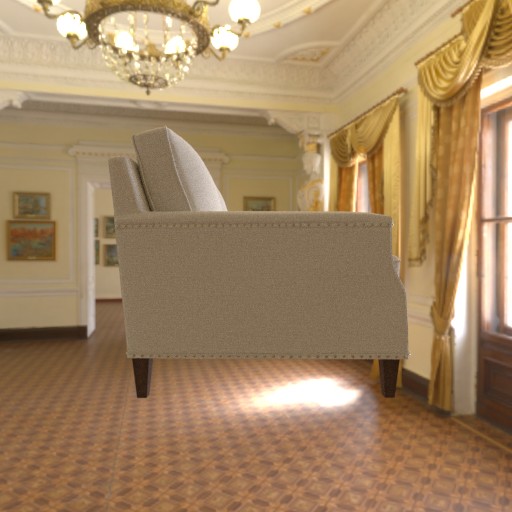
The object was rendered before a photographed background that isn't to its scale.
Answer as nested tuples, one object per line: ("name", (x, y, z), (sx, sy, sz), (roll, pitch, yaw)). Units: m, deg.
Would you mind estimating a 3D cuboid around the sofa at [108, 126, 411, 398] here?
("sofa", (0.000, 0.000, 2.313), (1.084, 1.003, 1.597), (0, 0, 0))
